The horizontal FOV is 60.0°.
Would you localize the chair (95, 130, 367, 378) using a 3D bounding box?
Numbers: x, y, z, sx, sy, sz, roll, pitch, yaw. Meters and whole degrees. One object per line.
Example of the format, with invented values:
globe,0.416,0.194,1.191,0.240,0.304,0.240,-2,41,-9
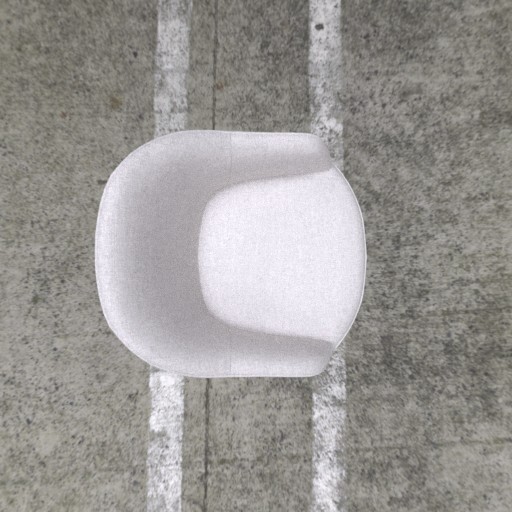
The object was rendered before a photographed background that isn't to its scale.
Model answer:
chair,0.000,0.000,1.259,0.635,0.823,0.596,0,89,-1
